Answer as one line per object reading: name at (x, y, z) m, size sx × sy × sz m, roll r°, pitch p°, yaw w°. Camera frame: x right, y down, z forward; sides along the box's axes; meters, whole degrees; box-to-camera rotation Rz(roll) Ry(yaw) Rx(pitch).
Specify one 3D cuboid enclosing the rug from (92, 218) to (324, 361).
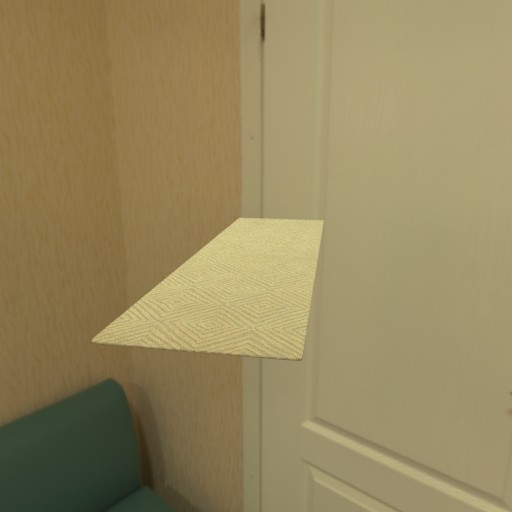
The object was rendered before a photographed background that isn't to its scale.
rug at (0.000, 0.000, 2.440) m, size 0.676 × 0.008 × 2.277 m, roll 3°, pitch 15°, yaw 10°
